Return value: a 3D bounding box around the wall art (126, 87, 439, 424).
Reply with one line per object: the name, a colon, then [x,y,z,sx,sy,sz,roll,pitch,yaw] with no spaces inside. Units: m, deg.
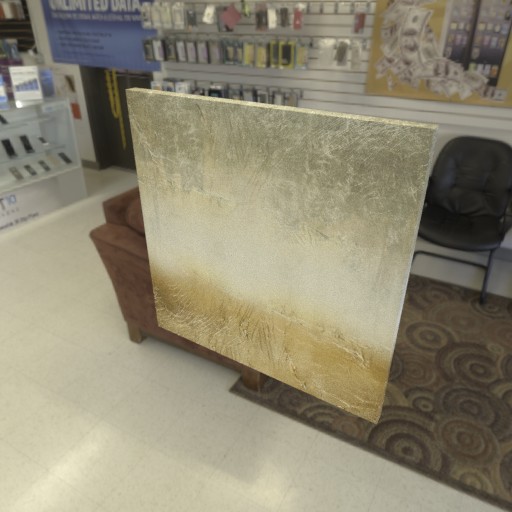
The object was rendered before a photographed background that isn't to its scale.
wall art: [0.000,0.000,1.654,1.092,1.091,0.051,17,34,27]
